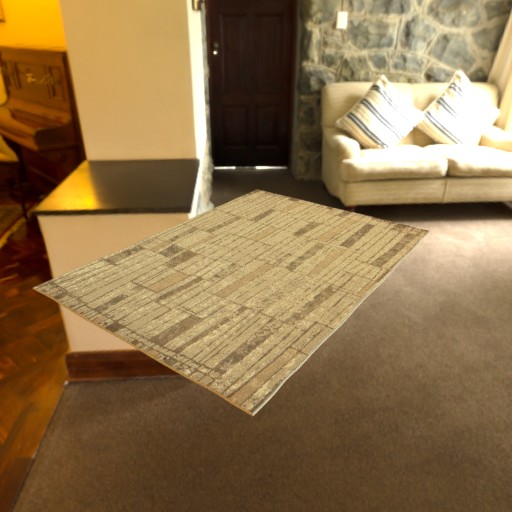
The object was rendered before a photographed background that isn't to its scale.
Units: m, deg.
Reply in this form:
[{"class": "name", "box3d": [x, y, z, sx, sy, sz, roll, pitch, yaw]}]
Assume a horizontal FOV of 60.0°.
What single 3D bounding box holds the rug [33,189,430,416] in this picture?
[{"class": "rug", "box3d": [0.000, 0.000, 4.465, 2.449, 0.019, 3.357, 19, 33, 32]}]
